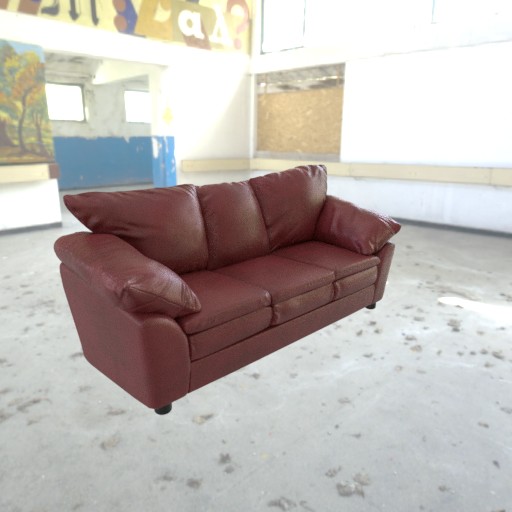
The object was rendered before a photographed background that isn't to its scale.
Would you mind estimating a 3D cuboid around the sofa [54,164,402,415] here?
[{"bbox_3d":[0.000,0.000,2.941,0.907,1.091,2.390,15,21,43],"label":"sofa"}]
